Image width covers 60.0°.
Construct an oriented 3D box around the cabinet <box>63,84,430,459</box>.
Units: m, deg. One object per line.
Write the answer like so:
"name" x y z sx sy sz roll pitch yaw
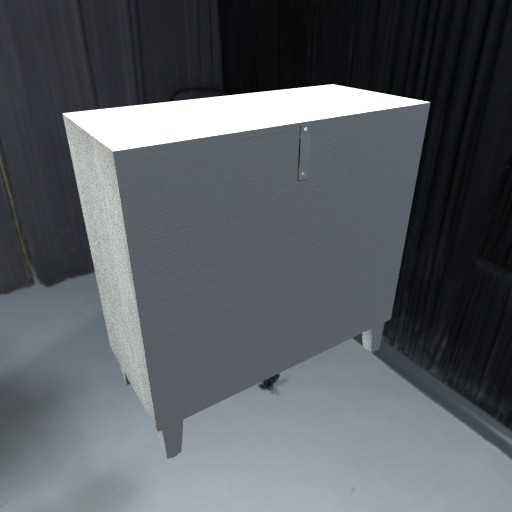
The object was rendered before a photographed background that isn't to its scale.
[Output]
"cabinet" 0.000 0.000 1.217 0.781 0.787 0.370 -18 34 -29
